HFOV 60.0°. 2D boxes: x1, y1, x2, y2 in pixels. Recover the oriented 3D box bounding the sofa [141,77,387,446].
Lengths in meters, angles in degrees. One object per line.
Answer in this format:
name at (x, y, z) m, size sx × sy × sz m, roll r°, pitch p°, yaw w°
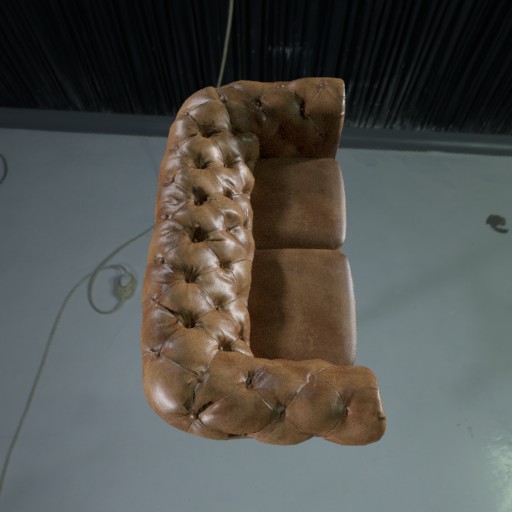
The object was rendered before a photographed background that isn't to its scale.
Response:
sofa at (0.000, 0.000, 2.458) m, size 1.042 × 0.877 × 1.979 m, roll 1°, pitch 62°, yaw 0°
